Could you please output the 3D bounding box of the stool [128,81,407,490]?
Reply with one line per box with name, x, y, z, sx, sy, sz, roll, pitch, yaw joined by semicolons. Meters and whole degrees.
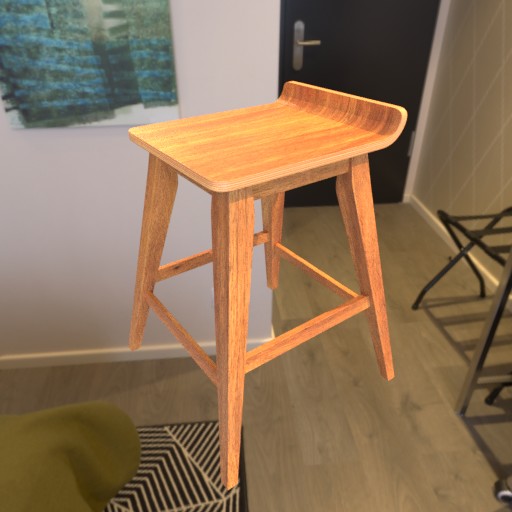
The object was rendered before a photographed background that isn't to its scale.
stool;0.000;0.000;0.995;0.500;0.650;0.500;-21;37;-30
